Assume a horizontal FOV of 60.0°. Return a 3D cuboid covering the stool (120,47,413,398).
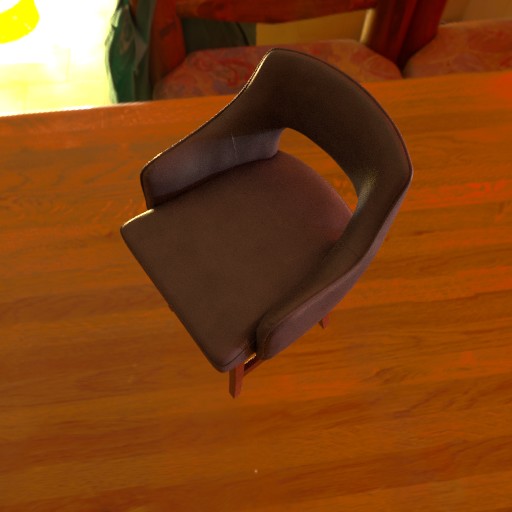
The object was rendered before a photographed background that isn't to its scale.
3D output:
[{"bbox_3d":[0.000,0.000,1.253,0.560,0.936,0.550,-34,69,-15],"label":"stool"}]
